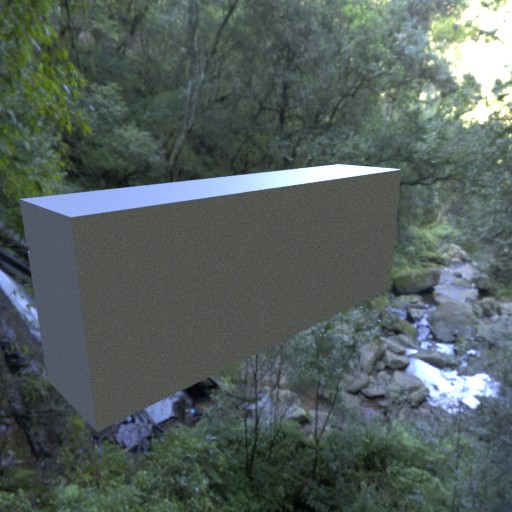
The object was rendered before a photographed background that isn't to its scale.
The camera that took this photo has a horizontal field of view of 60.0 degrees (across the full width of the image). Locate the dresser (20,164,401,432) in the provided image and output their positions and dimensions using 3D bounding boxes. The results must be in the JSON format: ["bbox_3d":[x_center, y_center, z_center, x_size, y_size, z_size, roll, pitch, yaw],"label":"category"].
[{"bbox_3d":[0.000,0.000,2.488,2.200,0.840,0.500,-16,23,-42],"label":"dresser"}]
